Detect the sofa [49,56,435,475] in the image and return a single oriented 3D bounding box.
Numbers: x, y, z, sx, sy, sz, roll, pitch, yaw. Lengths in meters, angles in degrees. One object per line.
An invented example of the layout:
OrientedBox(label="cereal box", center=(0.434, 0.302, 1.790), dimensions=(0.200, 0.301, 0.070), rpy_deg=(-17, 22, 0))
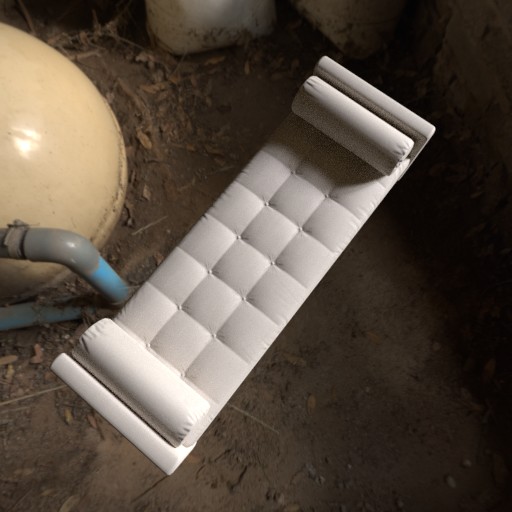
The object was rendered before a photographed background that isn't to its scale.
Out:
OrientedBox(label="sofa", center=(0.000, 0.000, 2.294), dimensions=(0.686, 0.635, 1.981), rpy_deg=(37, 78, 9))
